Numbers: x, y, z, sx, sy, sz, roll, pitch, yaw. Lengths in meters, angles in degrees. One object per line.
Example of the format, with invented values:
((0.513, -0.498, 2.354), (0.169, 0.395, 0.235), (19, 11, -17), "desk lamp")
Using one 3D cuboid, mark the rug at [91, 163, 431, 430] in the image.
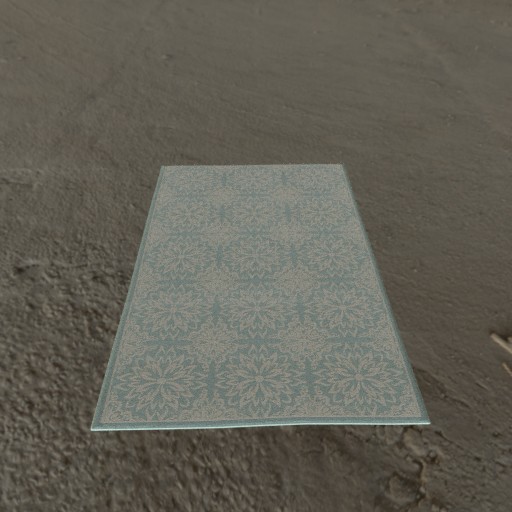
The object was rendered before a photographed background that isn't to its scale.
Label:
((0.000, 0.000, 2.271), (1.219, 0.012, 1.840), (-1, 42, -1), "rug")
